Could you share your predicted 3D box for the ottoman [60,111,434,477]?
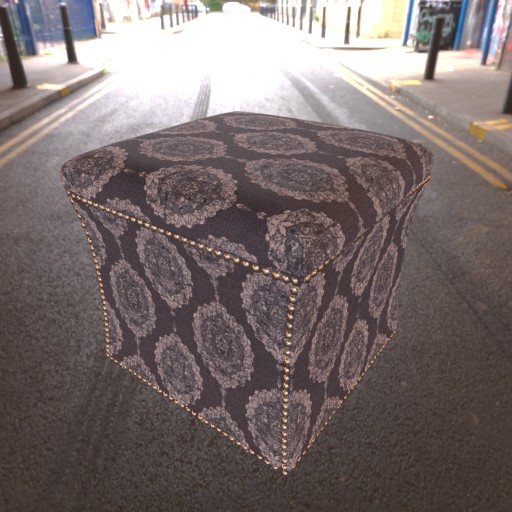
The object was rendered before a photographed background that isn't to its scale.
[{"bbox_3d":[0.000,0.000,0.889,0.507,0.475,0.497,21,36,31],"label":"ottoman"}]
